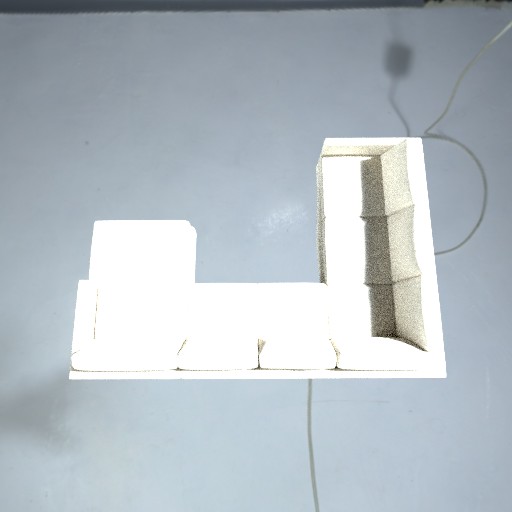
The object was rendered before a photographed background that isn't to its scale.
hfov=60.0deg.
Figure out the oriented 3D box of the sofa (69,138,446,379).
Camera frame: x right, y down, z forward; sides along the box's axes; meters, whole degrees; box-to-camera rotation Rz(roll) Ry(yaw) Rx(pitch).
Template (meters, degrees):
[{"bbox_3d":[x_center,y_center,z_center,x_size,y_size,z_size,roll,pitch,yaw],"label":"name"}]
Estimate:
[{"bbox_3d":[0.000,0.000,4.556,3.460,0.882,2.427,0,75,0],"label":"sofa"}]
